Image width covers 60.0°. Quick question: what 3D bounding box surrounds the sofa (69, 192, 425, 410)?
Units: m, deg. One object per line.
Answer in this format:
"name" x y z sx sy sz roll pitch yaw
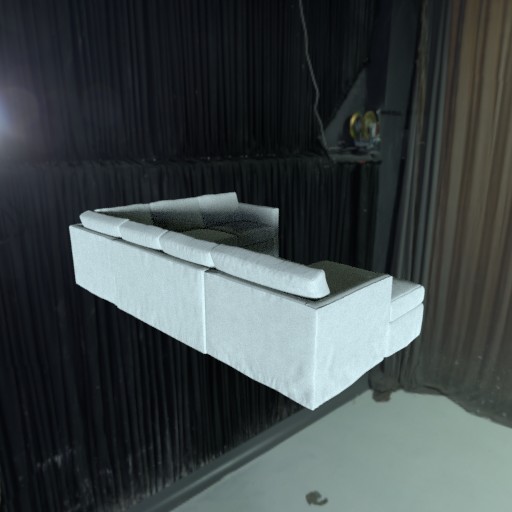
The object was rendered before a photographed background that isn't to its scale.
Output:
"sofa" 0.000 0.000 4.630 3.434 0.869 2.440 15 22 42
